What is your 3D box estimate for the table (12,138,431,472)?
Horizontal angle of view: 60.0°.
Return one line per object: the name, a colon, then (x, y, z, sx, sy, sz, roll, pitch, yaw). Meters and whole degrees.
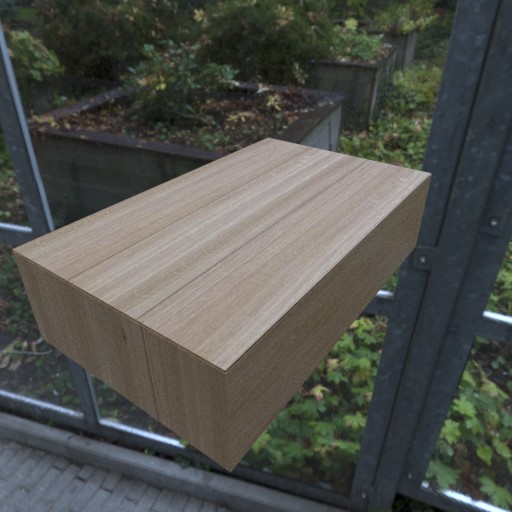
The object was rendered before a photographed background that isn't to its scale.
table: (0.000, 0.000, 1.394, 0.678, 0.353, 1.110, 21, 38, 30)
